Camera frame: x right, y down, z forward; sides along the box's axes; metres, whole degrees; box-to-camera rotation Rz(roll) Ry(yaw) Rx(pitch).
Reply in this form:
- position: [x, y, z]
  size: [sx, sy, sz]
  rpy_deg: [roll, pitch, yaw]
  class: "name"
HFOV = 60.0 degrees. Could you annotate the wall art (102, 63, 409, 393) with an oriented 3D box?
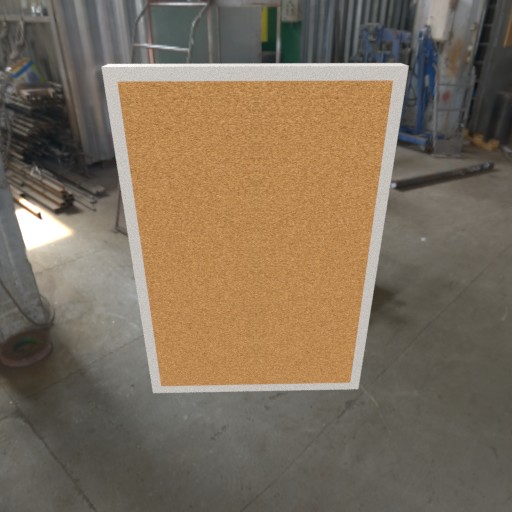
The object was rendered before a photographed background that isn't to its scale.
- position: [0.000, 0.000, 0.826]
  size: [0.450, 0.657, 0.038]
  rpy_deg: [-1, 29, -1]
  class: "wall art"
